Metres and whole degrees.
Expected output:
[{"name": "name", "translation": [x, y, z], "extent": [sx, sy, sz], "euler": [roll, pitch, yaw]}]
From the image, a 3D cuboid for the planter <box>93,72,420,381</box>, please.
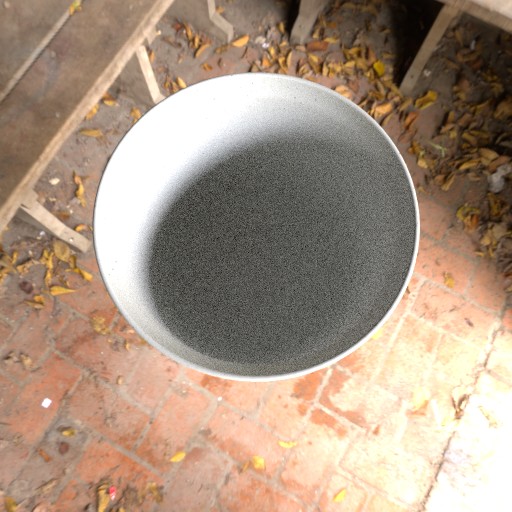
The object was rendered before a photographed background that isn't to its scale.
[{"name": "planter", "translation": [0.000, 0.000, 0.379], "extent": [0.204, 0.214, 0.204], "euler": [0, 75, 0]}]
